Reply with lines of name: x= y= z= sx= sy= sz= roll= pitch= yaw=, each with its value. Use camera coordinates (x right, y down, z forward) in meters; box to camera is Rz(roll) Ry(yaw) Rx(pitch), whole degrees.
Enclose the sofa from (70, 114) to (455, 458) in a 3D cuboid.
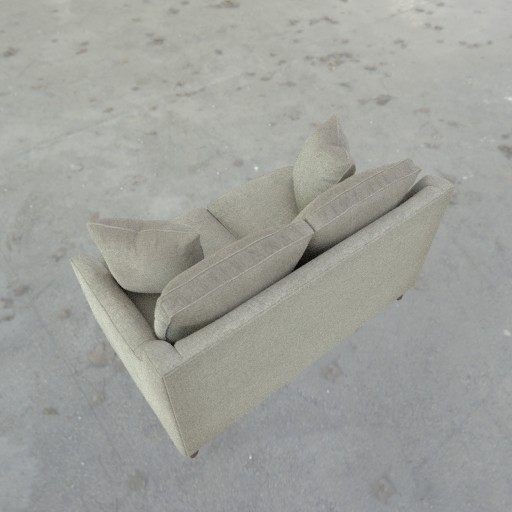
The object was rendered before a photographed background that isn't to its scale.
sofa: x=0.000 y=0.000 z=2.031 sx=1.422 sy=0.863 sz=0.915 roll=-30 pitch=54 yaw=-25
